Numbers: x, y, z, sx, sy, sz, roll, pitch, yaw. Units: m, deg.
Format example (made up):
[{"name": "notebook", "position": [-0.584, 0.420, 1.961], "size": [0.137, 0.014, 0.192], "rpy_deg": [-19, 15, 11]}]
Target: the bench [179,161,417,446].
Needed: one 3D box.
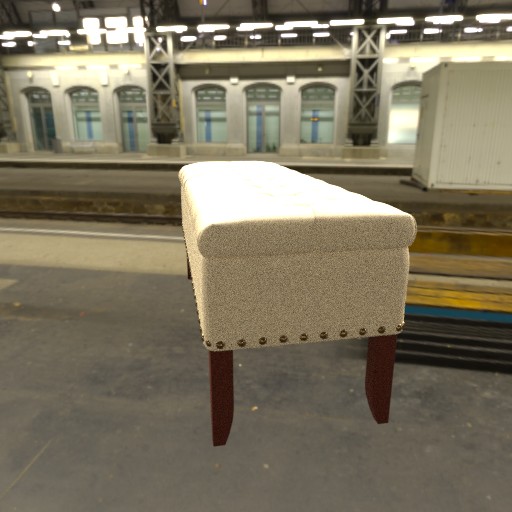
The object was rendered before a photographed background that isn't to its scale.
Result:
[{"name": "bench", "position": [0.000, 0.000, 1.303], "size": [0.400, 0.470, 1.054], "rpy_deg": [-3, 17, -11]}]
